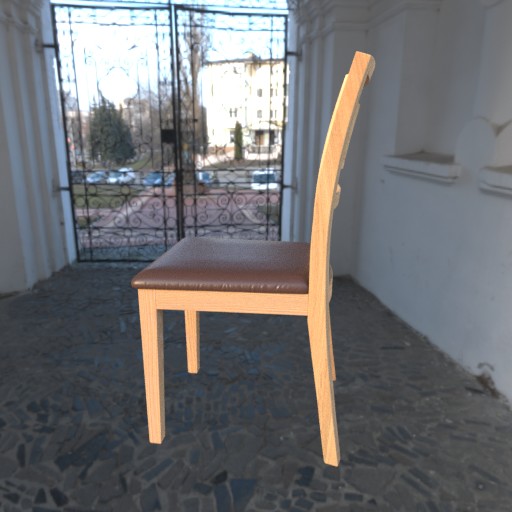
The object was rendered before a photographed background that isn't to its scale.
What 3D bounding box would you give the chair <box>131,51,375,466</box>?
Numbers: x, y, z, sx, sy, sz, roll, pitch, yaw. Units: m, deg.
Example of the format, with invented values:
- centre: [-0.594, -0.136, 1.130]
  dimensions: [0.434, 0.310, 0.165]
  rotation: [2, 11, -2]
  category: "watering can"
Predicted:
- centre: [0.000, 0.000, 1.189]
  dimensions: [0.545, 0.940, 0.420]
  rotation: [2, 16, 8]
  category: "chair"
